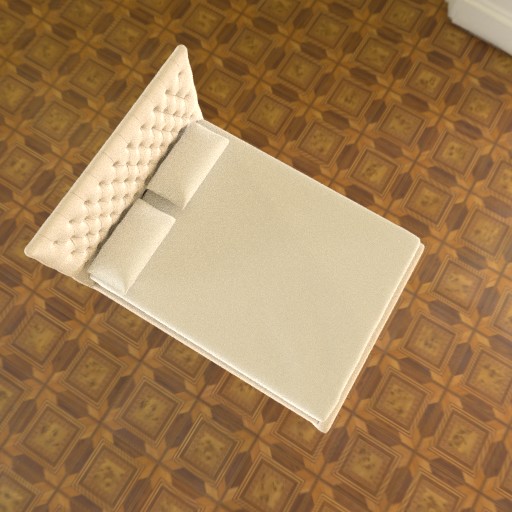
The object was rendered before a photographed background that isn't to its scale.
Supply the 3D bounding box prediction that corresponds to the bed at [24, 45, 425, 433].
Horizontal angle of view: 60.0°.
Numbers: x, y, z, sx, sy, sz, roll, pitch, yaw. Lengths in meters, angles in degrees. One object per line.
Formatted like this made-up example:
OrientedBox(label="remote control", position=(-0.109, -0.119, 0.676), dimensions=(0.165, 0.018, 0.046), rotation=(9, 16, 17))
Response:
OrientedBox(label="bed", position=(0.000, 0.000, 3.318), dimensions=(2.233, 1.426, 1.696), rotation=(30, 78, 7))
